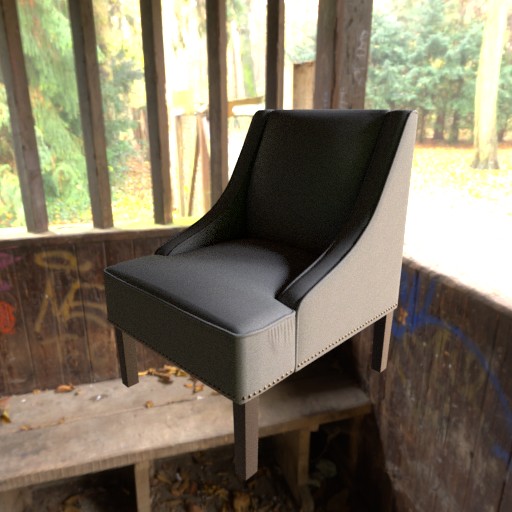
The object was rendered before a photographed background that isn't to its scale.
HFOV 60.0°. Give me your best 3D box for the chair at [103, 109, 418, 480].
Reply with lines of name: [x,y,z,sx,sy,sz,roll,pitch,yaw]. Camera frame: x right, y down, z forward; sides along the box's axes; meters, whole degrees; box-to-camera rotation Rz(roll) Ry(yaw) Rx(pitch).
chair: [0.000,0.000,1.380,0.631,0.867,0.747,17,25,41]
